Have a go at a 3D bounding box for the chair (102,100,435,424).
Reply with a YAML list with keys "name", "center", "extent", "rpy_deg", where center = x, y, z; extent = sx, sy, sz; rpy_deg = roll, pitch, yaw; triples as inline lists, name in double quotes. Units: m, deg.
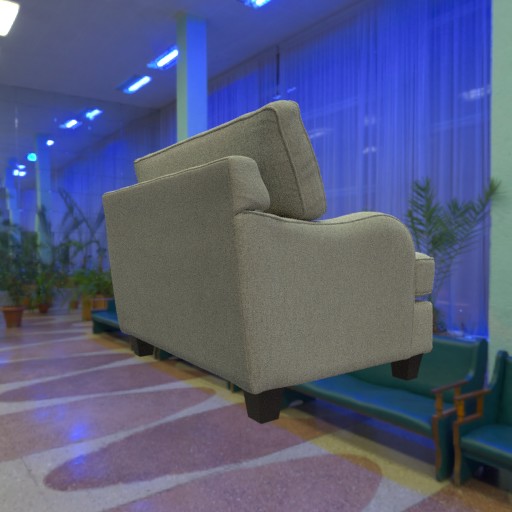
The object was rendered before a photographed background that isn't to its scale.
- name: "chair"
  center: [0.000, 0.000, 2.028]
  extent: [1.041, 1.016, 1.220]
  rpy_deg: [-1, 2, -36]
